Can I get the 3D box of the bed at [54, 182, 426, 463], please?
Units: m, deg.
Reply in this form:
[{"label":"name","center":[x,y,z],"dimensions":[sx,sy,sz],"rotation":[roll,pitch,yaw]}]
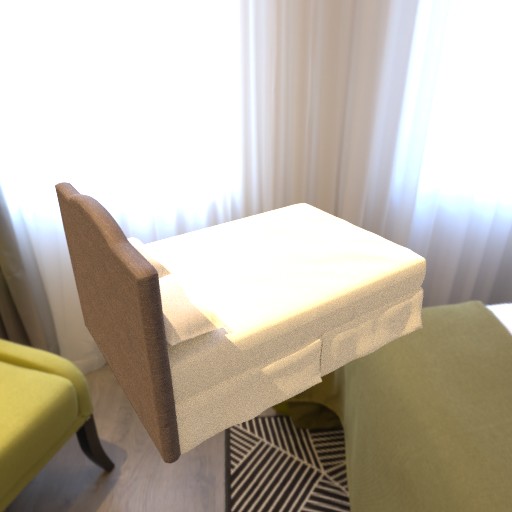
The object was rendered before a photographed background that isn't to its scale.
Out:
[{"label":"bed","center":[0.000,0.000,3.602],"dimensions":[2.507,1.441,1.741],"rotation":[-18,33,-30]}]
